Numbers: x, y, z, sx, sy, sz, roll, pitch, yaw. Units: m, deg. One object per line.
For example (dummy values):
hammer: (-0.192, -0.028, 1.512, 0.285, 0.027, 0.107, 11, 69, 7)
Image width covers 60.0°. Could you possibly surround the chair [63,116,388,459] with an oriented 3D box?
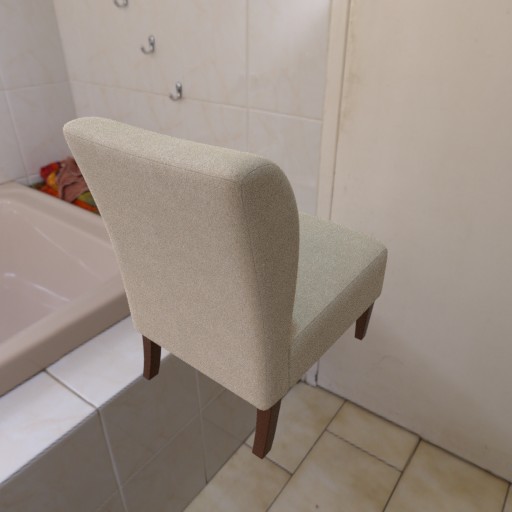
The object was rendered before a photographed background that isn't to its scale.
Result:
chair: (0.000, 0.000, 1.282, 0.521, 0.833, 0.754, 22, 36, 33)
